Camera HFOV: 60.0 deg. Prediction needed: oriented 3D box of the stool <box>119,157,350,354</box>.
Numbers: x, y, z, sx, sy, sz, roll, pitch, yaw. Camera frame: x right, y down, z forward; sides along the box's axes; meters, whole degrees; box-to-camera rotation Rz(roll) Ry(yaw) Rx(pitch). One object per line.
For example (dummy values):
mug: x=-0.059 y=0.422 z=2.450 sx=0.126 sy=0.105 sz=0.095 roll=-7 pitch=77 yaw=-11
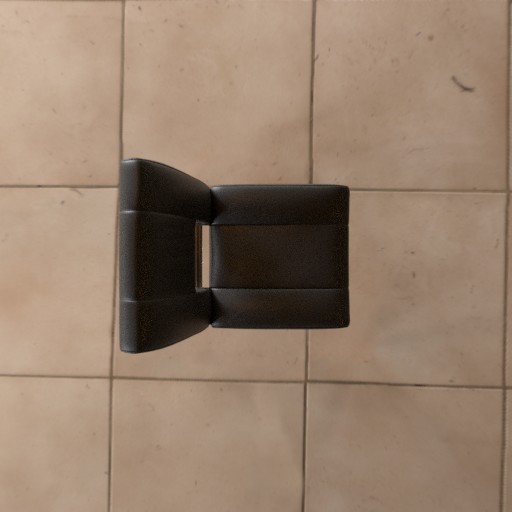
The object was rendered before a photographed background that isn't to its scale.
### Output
stool: x=0.000 y=0.000 z=1.428 sx=0.520 sy=1.151 sz=0.415 roll=0 pitch=90 yaw=1
